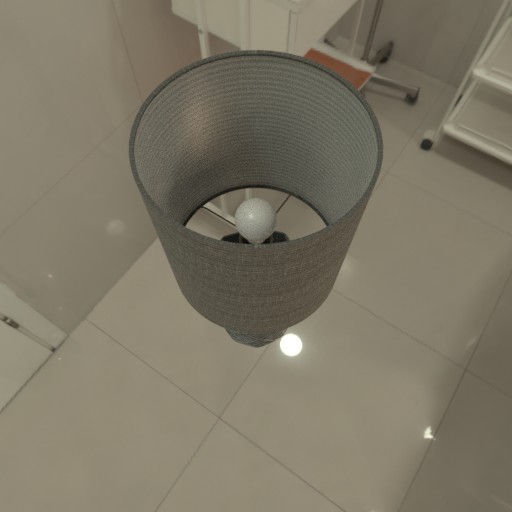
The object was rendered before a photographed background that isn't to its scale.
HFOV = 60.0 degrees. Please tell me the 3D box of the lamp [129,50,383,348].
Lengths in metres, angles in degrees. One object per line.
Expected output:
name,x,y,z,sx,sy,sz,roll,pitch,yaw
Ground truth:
lamp,0.000,0.000,0.724,0.269,0.566,0.268,31,68,15
